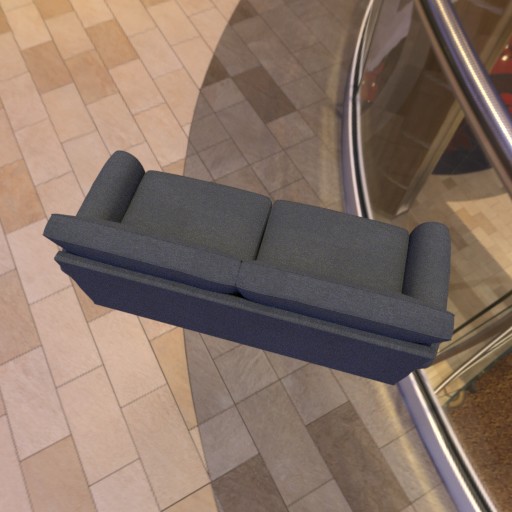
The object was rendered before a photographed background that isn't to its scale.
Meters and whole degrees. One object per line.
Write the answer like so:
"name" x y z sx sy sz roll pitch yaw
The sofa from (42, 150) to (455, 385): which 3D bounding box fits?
"sofa" 0.000 0.000 2.889 2.391 1.026 0.954 14 65 7
